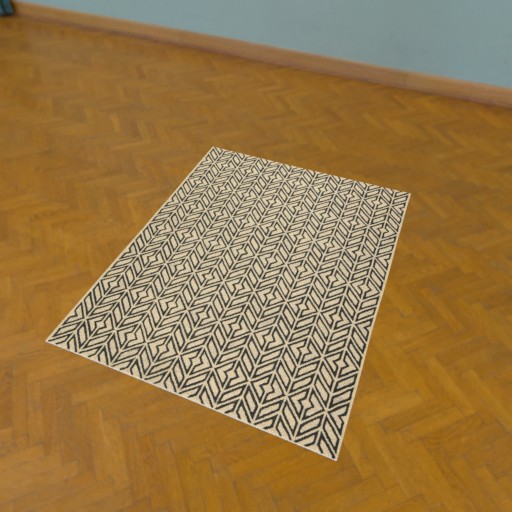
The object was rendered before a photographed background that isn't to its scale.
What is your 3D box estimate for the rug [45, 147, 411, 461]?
[{"bbox_3d":[0.000,0.000,4.222,2.421,0.008,3.045,17,49,15],"label":"rug"}]
